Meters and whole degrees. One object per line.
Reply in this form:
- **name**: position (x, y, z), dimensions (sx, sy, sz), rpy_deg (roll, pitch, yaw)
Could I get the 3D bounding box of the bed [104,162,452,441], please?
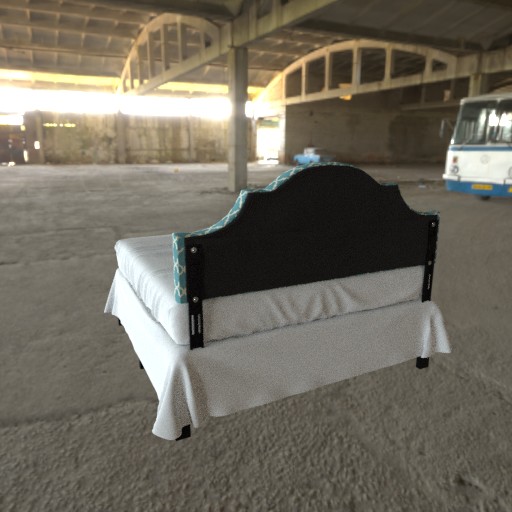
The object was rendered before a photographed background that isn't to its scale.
- **bed**: position (0.000, 0.000, 3.708), dimensions (2.314, 1.601, 2.222), rpy_deg (-7, 16, -25)
